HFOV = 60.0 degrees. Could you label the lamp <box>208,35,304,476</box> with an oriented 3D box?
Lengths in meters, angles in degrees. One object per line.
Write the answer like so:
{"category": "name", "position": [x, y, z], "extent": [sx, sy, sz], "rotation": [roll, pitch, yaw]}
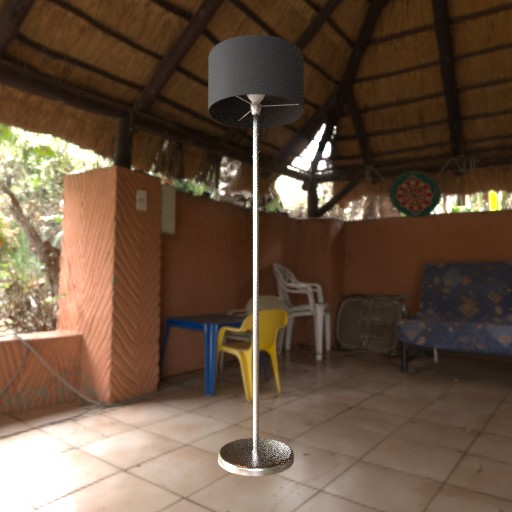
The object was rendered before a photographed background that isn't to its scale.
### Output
{"category": "lamp", "position": [0.000, 0.000, 1.603], "extent": [0.348, 1.443, 0.348], "rotation": [-2, -3, 36]}
